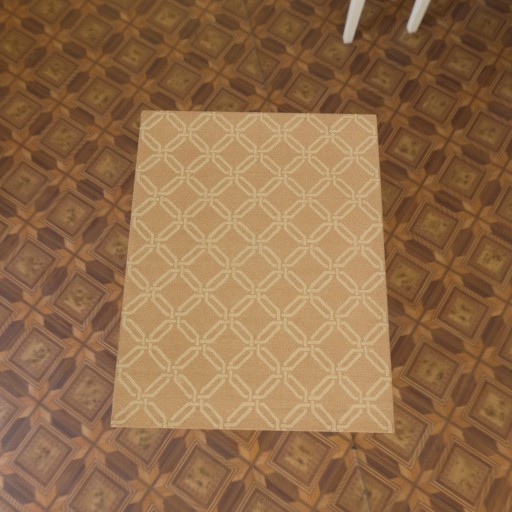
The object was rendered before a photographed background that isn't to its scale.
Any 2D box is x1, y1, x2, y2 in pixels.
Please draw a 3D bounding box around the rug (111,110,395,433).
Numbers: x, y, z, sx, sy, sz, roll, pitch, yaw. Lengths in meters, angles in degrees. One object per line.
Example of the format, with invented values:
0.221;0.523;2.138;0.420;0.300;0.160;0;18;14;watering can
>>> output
0.000;0.000;3.938;2.288;0.018;2.895;1;75;0;rug
